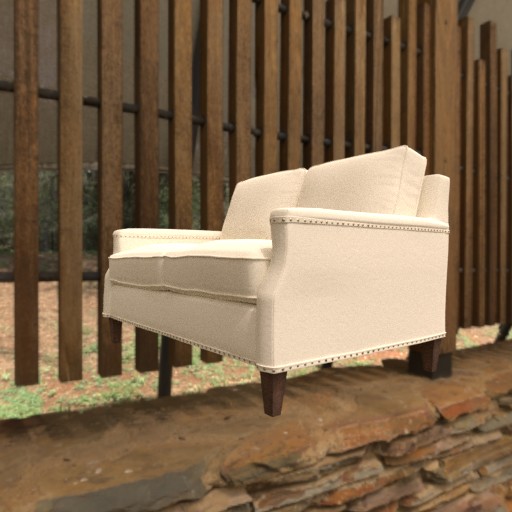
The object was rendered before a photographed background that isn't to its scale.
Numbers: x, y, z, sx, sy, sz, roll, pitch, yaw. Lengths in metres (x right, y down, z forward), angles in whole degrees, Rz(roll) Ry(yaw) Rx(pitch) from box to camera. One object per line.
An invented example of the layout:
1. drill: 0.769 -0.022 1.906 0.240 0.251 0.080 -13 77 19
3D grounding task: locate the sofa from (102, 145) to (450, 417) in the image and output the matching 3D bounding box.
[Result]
1. sofa: 0.000 0.000 2.273 1.084 1.003 1.597 0 0 -37
